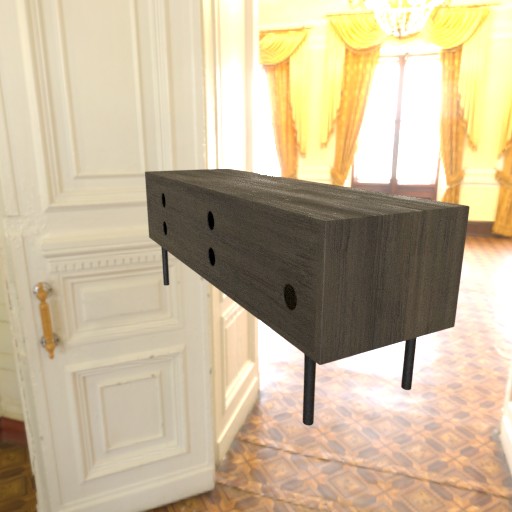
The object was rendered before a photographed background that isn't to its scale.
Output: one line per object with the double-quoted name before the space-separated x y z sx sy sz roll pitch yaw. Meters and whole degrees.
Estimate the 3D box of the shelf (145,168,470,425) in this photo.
"shelf" 0.000 0.000 1.517 0.400 0.495 1.300 -8 17 -27
